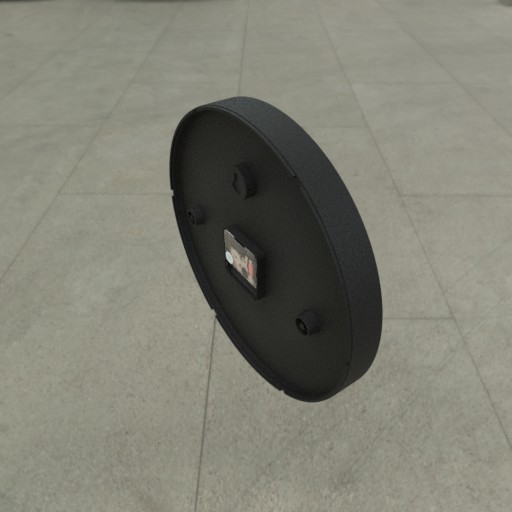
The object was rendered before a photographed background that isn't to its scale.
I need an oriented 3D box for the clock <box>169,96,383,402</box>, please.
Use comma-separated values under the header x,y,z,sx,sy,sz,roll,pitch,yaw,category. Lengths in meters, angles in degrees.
x,y,z,sx,sy,sz,roll,pitch,yaw,category
0.000,0.000,0.432,0.040,0.293,0.293,-24,46,-26,clock
